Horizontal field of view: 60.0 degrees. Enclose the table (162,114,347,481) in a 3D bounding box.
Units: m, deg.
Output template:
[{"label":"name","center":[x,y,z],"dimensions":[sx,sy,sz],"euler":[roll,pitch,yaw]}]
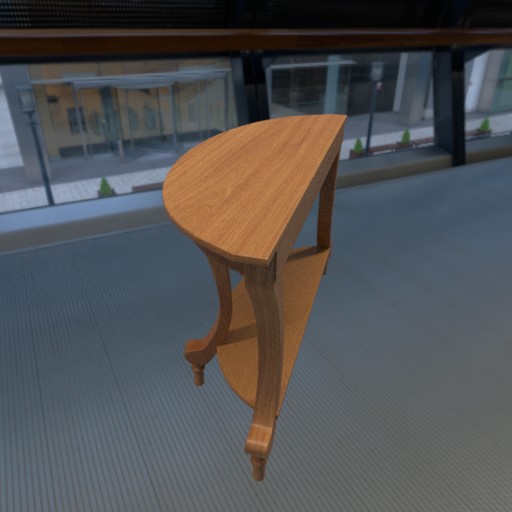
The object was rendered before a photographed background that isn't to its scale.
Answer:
[{"label":"table","center":[0.000,0.000,1.460],"dimensions":[0.394,0.692,1.198],"euler":[8,30,14]}]
